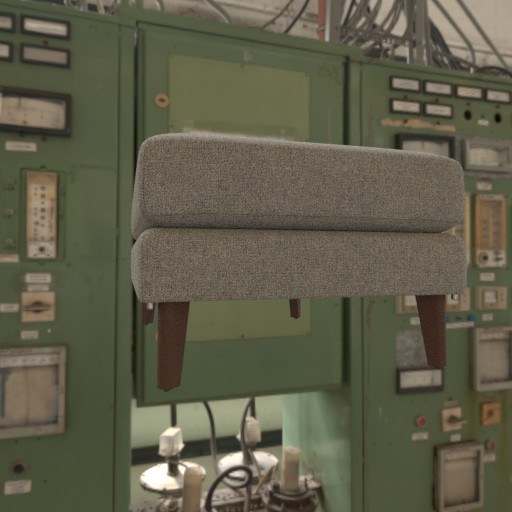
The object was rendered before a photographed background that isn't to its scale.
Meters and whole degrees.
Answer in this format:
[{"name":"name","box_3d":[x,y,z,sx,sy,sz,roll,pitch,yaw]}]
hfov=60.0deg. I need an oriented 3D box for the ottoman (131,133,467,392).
[{"name":"ottoman","box_3d":[0.000,0.000,1.141,0.611,0.441,0.821,0,0,-16]}]
